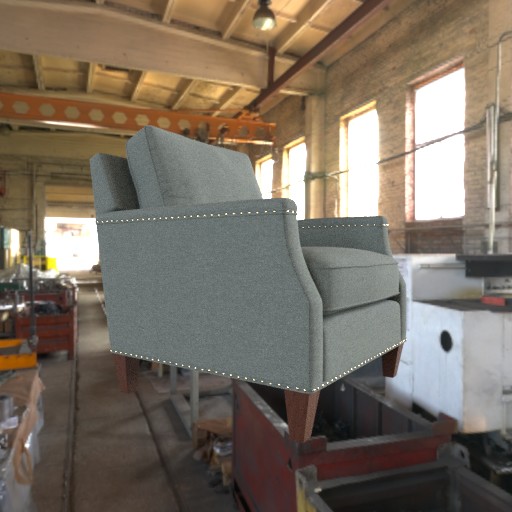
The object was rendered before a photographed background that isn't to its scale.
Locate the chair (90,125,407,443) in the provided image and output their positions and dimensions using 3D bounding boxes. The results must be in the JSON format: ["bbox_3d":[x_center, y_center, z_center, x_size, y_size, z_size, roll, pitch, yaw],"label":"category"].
[{"bbox_3d":[0.000,0.000,1.823,1.031,1.031,0.885,0,1,35],"label":"chair"}]
